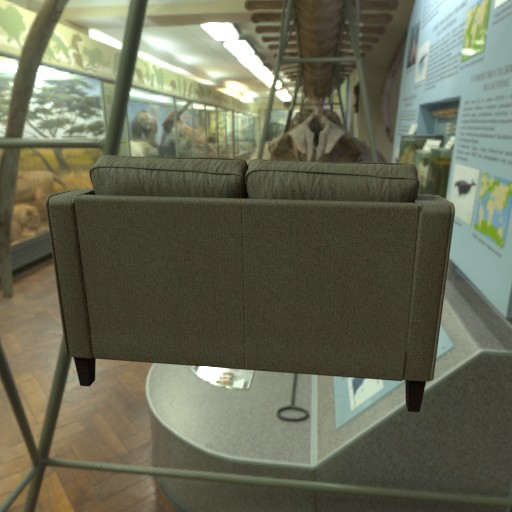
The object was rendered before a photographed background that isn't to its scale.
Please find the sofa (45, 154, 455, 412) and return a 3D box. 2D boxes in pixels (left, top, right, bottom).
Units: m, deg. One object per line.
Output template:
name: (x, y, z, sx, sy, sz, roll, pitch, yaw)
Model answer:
sofa: (0.000, 0.000, 2.152, 1.503, 0.981, 0.985, 2, 16, 7)
